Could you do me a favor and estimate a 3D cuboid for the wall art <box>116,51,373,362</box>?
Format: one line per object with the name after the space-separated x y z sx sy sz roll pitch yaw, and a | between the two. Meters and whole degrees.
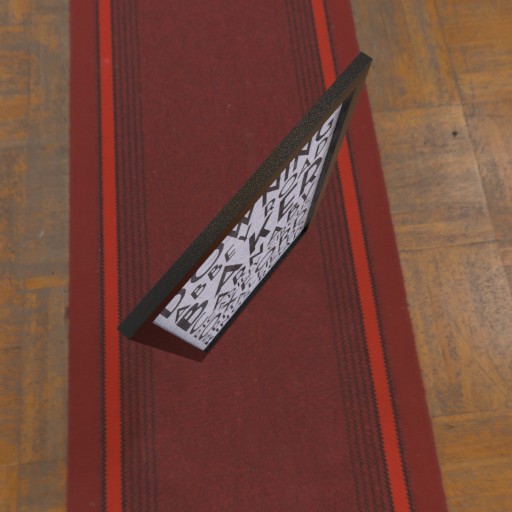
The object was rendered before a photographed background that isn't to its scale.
0.000 0.000 0.556 0.013 0.432 0.304 38 78 10 | wall art
